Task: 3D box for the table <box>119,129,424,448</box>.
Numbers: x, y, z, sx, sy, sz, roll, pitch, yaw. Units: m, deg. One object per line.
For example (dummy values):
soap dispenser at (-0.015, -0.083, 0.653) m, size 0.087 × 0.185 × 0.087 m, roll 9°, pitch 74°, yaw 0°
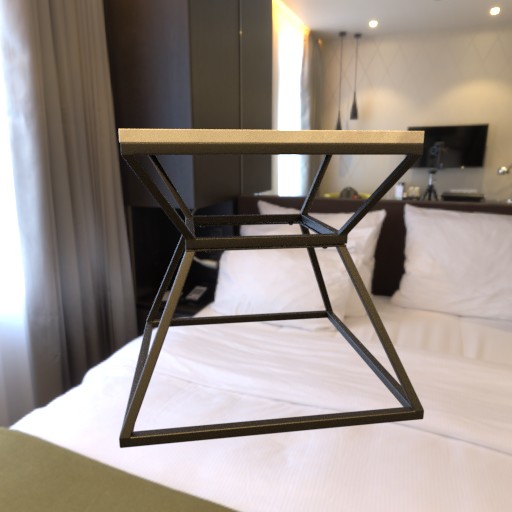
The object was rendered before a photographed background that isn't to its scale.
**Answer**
table at (0.000, 0.000, 0.821) m, size 0.455 × 0.431 × 0.455 m, roll -2°, pitch 13°, yaw -9°
